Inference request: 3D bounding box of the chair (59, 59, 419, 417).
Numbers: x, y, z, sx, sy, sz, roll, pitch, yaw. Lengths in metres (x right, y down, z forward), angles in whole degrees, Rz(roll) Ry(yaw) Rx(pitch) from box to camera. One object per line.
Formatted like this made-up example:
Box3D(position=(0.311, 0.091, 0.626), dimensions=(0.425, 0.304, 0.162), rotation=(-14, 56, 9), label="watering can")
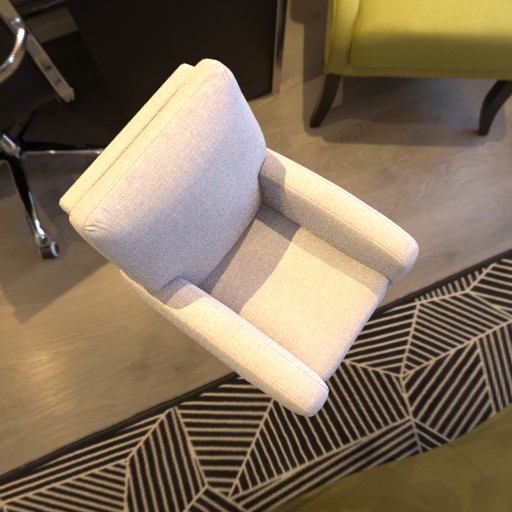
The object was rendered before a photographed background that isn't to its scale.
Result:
Box3D(position=(0.000, 0.000, 1.648), dimensions=(0.990, 0.990, 0.762), rotation=(35, 77, 9), label="chair")
